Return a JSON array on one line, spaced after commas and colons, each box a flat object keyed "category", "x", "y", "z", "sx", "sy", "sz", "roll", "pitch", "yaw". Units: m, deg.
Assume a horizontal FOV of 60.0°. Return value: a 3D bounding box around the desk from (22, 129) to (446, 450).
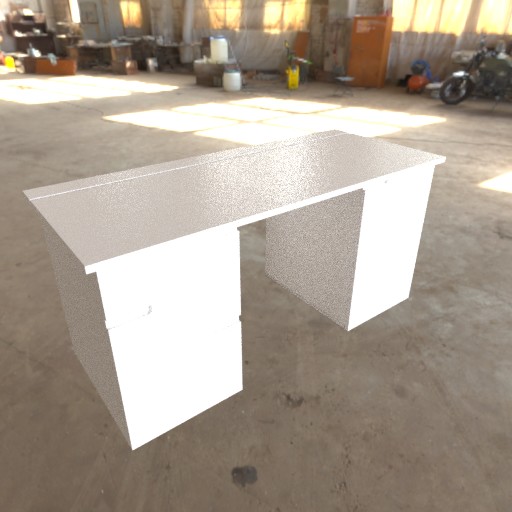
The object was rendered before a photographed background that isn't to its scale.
[{"category": "desk", "x": 0.000, "y": 0.000, "z": 1.941, "sx": 1.580, "sy": 0.760, "sz": 0.670, "roll": -20, "pitch": 35, "yaw": -32}]
